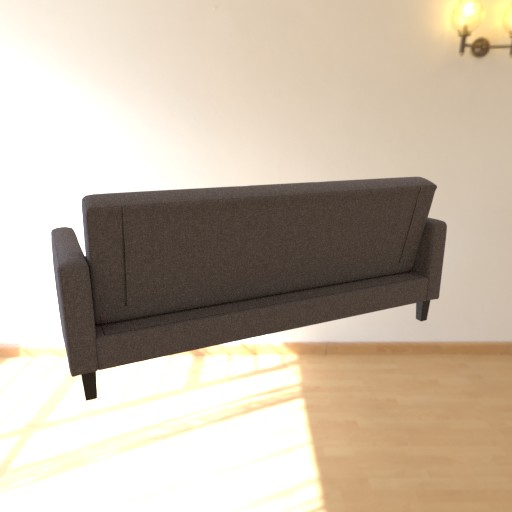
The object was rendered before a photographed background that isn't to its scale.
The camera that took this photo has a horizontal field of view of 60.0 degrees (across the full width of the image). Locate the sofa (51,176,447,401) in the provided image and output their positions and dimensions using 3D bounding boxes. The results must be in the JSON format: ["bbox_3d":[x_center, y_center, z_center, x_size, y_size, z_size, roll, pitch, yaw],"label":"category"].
[{"bbox_3d":[0.000,0.000,2.455,2.040,0.850,0.810,-7,17,-25],"label":"sofa"}]
